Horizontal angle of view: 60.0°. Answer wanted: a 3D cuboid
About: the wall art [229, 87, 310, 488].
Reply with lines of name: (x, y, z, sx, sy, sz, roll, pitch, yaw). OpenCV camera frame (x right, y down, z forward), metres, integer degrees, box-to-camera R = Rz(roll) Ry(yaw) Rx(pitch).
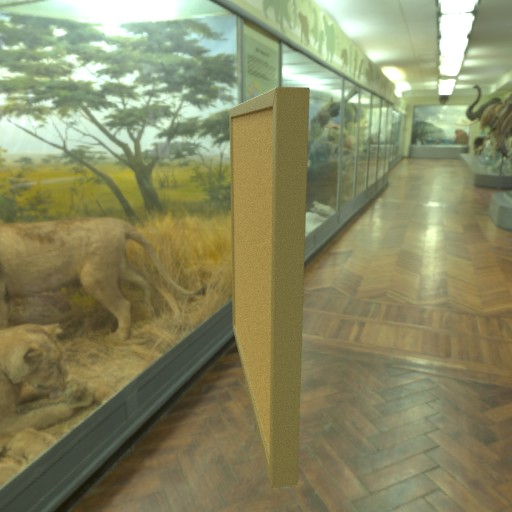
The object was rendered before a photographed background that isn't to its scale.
wall art: (0.000, 0.000, 0.773, 0.036, 0.509, 0.509, -2, 16, -8)
